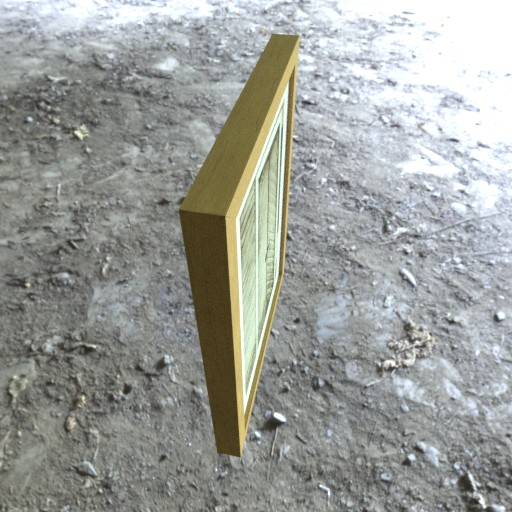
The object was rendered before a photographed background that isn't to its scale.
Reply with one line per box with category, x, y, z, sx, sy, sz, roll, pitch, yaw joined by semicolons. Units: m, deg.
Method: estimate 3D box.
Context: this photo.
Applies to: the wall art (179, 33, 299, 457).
wall art;0.000;0.000;0.512;0.030;0.380;0.312;9;46;9
